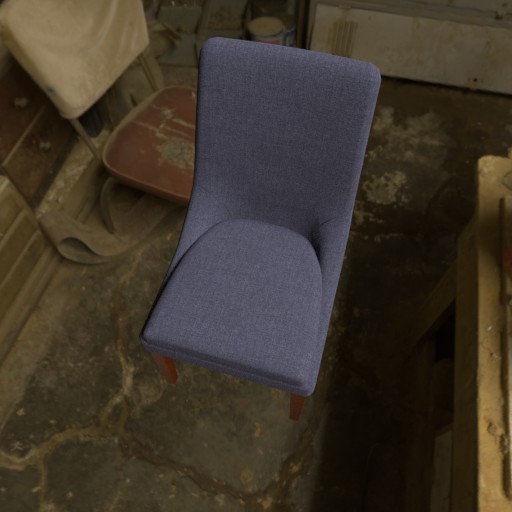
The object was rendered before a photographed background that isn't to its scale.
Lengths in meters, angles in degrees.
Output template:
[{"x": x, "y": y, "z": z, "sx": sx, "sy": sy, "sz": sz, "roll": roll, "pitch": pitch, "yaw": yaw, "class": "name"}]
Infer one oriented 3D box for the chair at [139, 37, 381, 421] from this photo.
[{"x": 0.000, "y": 0.000, "z": 1.319, "sx": 0.508, "sy": 0.952, "sz": 0.655, "roll": 14, "pitch": 58, "yaw": 9, "class": "chair"}]
